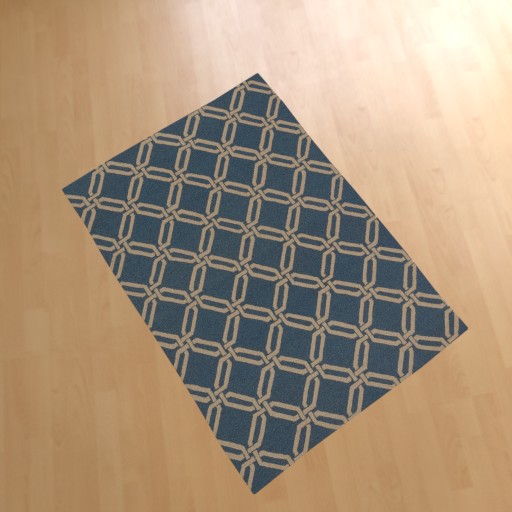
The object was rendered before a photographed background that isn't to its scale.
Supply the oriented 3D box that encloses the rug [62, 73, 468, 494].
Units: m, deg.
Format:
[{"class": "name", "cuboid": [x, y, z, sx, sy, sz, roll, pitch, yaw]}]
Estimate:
[{"class": "rug", "cuboid": [0.000, 0.000, 2.669, 1.524, 0.013, 2.135, -34, 77, -9]}]
